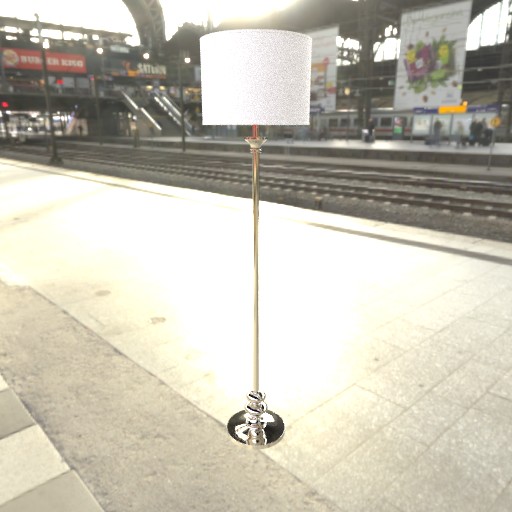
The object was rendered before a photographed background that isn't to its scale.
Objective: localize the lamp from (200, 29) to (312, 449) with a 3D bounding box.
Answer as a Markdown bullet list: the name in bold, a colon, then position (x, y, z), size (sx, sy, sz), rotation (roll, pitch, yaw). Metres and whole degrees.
- **lamp**: position (0.000, 0.000, 1.619), size (0.356, 1.487, 0.356), rotation (15, 22, 42)
